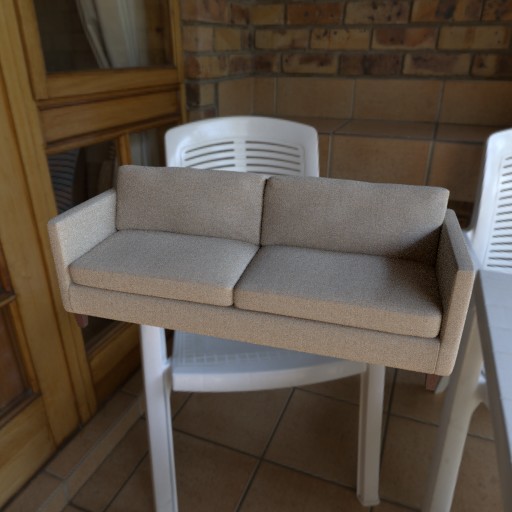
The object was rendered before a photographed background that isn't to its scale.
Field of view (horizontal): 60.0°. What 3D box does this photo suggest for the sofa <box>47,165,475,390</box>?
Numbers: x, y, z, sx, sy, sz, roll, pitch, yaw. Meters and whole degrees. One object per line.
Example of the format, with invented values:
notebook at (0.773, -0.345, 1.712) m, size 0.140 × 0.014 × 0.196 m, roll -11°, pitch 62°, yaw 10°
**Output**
sofa at (0.000, 0.000, 2.886) m, size 2.434 × 0.965 × 0.951 m, roll 7°, pitch 26°, yaw 14°
